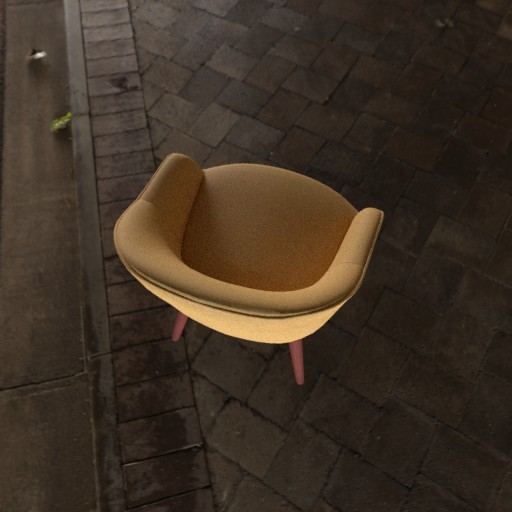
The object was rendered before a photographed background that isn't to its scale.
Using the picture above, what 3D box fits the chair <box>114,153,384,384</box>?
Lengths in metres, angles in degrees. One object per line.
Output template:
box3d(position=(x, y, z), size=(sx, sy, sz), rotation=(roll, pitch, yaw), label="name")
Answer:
box3d(position=(0.000, 0.000, 1.269), size=(0.596, 0.823, 0.635), rotation=(17, 65, 8), label="chair")
